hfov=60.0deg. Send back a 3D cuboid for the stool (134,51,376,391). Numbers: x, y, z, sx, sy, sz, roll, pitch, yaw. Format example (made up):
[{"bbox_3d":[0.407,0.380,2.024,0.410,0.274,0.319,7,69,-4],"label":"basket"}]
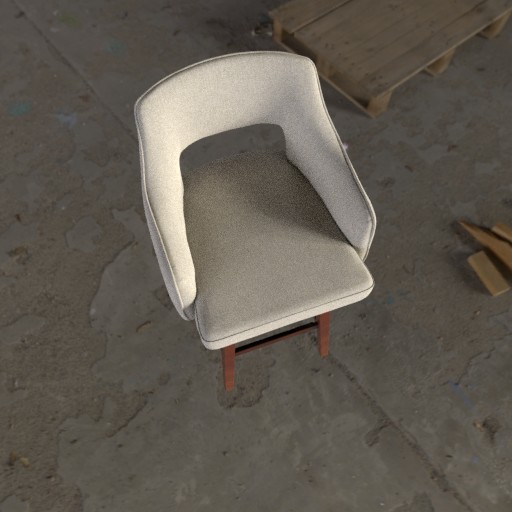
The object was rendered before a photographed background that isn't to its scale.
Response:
[{"bbox_3d":[0.000,0.000,1.374,0.550,1.041,0.560,-17,64,-9],"label":"stool"}]
